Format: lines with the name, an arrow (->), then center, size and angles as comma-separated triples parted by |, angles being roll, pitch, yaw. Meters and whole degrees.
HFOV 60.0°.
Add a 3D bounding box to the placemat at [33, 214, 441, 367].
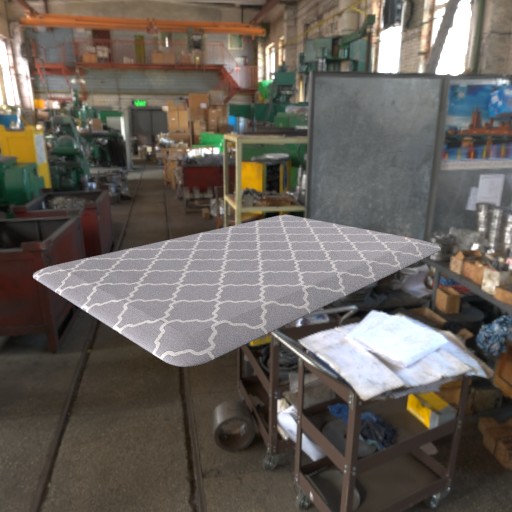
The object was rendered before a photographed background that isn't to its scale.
placemat -> 0.000, 0.000, 0.953 | 0.508, 0.021, 0.762 | 16, 23, 42
